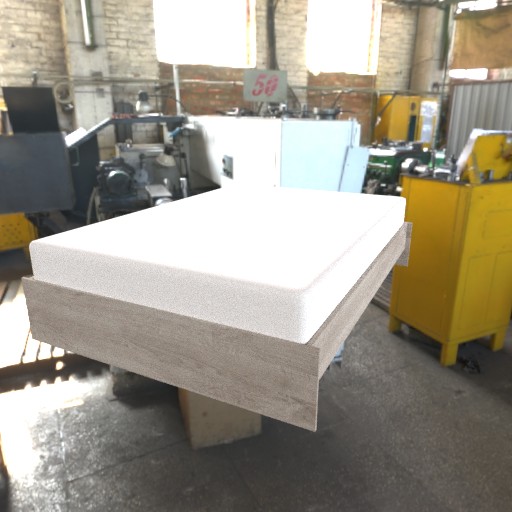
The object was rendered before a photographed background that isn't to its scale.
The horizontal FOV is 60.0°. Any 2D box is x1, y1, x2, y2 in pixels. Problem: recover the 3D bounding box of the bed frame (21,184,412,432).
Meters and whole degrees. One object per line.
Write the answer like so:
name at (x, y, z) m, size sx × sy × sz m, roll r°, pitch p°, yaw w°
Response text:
bed frame at (0.000, 0.000, 2.583) m, size 1.445 × 0.497 × 1.945 m, roll 9°, pitch 20°, yaw 26°
